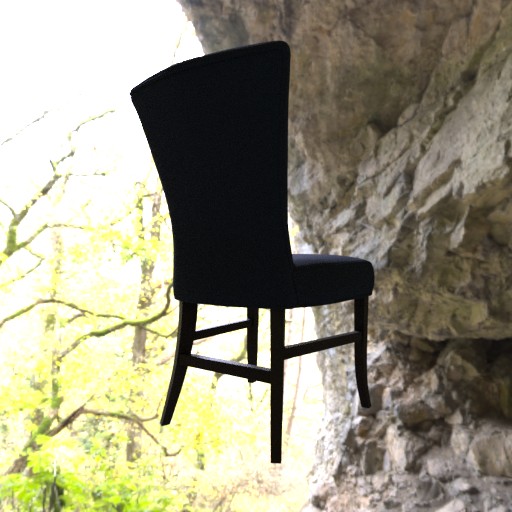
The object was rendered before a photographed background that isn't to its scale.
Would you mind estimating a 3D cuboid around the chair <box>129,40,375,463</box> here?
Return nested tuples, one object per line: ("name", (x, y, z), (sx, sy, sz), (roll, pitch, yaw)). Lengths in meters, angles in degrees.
("chair", (0.000, 0.000, 1.340), (0.520, 0.991, 0.660), (1, 1, 36))
